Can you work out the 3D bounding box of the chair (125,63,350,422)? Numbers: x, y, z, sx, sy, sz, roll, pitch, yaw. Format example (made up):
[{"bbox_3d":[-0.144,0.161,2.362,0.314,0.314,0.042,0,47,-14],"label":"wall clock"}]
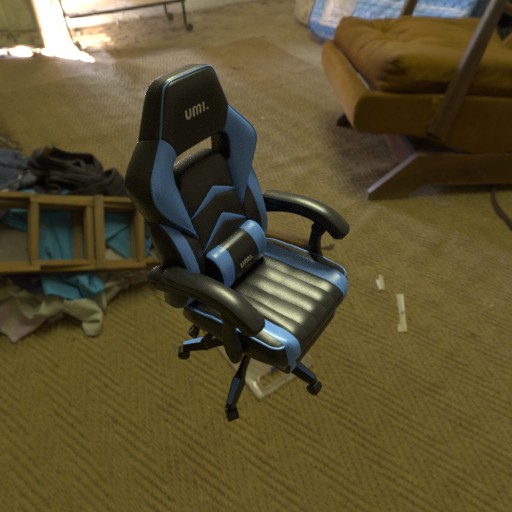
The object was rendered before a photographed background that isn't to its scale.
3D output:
[{"bbox_3d":[0.000,0.000,1.703,0.700,1.280,0.700,26,48,26],"label":"chair"}]
